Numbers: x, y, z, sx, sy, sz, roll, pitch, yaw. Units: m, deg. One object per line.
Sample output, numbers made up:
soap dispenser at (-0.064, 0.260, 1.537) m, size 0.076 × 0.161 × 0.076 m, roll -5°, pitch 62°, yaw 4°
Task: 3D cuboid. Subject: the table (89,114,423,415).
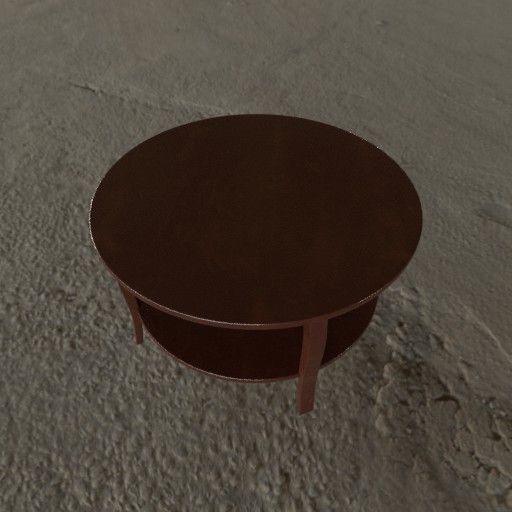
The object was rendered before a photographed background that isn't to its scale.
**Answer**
table at (0.000, 0.000, 1.431) m, size 0.911 × 0.512 × 0.911 m, roll 0°, pitch 45°, yaw 0°
